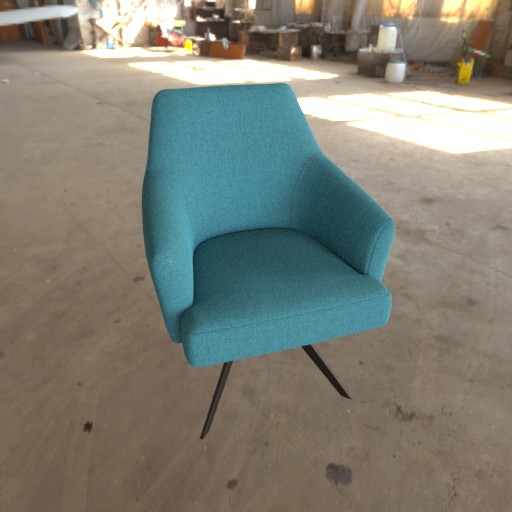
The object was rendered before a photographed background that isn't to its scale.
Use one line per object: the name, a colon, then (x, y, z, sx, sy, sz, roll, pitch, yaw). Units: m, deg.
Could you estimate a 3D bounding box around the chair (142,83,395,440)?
chair: (0.000, 0.000, 1.329, 0.642, 0.874, 0.677, -9, 31, -15)
